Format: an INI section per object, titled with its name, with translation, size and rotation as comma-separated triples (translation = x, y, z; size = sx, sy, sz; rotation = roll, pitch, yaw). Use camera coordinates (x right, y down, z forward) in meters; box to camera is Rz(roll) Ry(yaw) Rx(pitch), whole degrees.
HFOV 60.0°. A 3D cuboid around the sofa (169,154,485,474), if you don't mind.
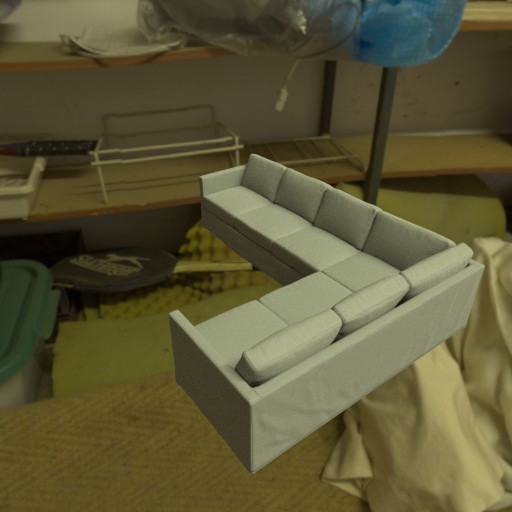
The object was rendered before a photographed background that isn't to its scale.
[sofa]
translation = 0.000, 0.000, 4.283
size = 2.432, 0.871, 3.182
rotation = -21, 37, -30
